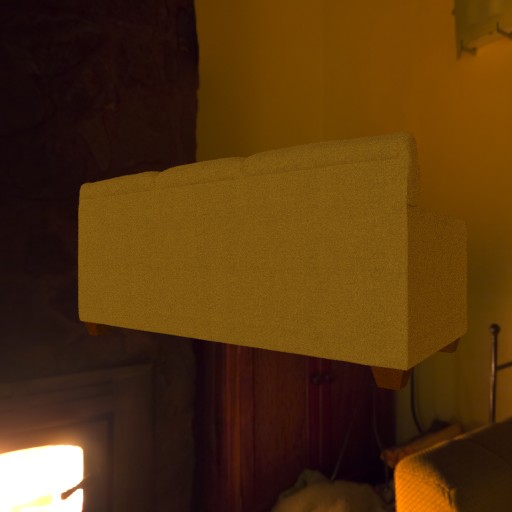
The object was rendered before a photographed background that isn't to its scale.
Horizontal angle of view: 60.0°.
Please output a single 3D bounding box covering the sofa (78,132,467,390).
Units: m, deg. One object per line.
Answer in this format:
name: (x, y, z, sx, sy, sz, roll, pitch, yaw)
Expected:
sofa: (0.000, 0.000, 2.493, 2.024, 0.958, 0.997, 0, 0, 37)
